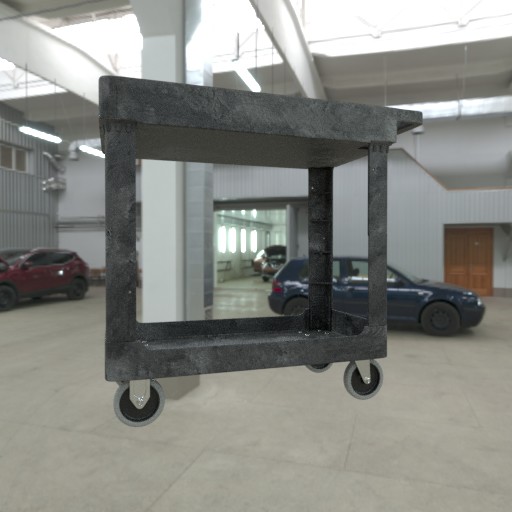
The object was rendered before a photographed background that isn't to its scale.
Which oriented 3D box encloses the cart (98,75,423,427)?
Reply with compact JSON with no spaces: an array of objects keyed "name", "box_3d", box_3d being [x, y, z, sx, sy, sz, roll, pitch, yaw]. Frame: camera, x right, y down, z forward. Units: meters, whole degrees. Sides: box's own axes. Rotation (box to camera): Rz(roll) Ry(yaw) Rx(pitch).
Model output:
[{"name":"cart","box_3d":[0.000,0.000,1.327,0.877,0.824,0.420,0,1,-18]}]
